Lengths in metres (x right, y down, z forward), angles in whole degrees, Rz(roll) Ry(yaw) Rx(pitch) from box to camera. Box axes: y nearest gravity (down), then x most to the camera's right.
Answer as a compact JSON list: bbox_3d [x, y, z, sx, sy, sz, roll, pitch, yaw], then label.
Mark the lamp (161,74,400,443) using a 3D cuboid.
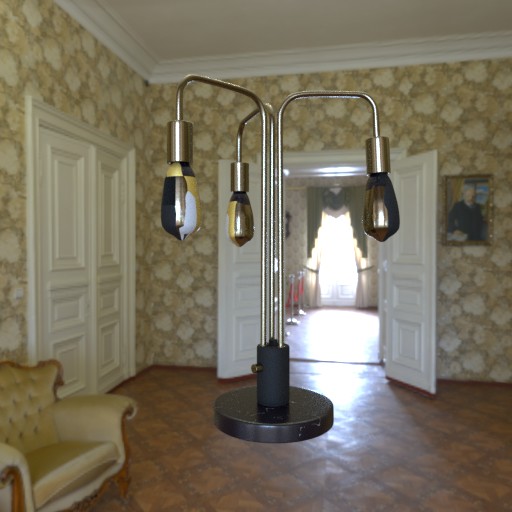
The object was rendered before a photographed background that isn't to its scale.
[{"bbox_3d":[0.000,0.000,0.777,0.368,0.560,0.355,0,0,-36],"label":"lamp"}]
